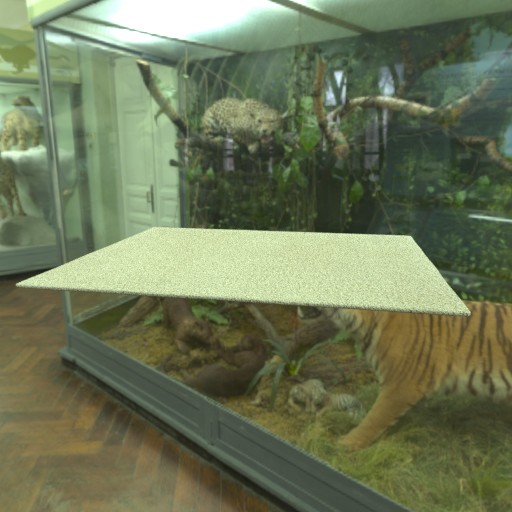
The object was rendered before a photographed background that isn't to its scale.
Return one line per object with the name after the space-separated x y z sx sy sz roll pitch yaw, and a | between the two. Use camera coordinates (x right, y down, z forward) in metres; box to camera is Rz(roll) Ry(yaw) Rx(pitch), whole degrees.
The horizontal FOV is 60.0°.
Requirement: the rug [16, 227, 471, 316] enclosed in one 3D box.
0.000 0.000 4.039 3.047 0.029 2.438 3 14 10 | rug
